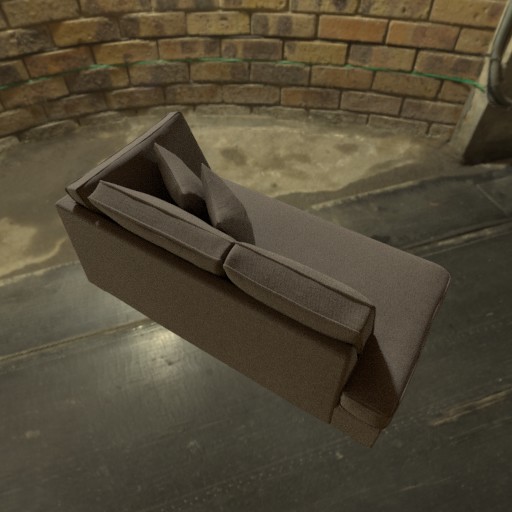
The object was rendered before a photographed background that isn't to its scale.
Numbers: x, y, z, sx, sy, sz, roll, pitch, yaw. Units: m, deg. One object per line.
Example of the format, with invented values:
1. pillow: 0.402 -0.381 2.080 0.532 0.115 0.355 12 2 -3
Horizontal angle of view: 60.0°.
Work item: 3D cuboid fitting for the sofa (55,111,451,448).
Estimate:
1. sofa: 0.000 0.000 2.812 2.237 1.033 1.110 25 53 21
